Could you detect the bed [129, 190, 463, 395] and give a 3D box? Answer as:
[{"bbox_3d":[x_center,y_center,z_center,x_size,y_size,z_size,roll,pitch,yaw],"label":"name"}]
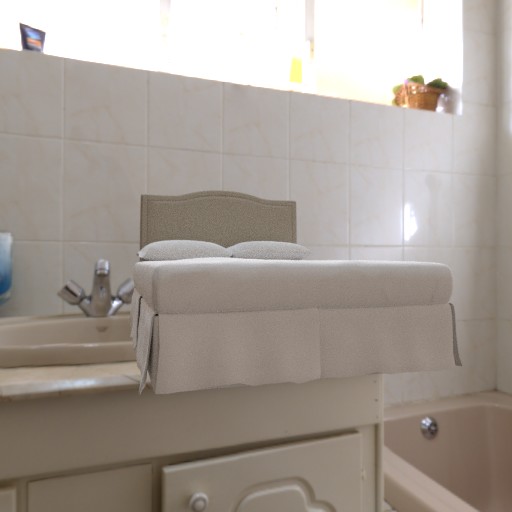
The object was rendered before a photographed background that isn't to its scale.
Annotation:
[{"bbox_3d":[0.000,0.000,3.627,1.977,1.437,2.477,0,-1,-18],"label":"bed"}]
